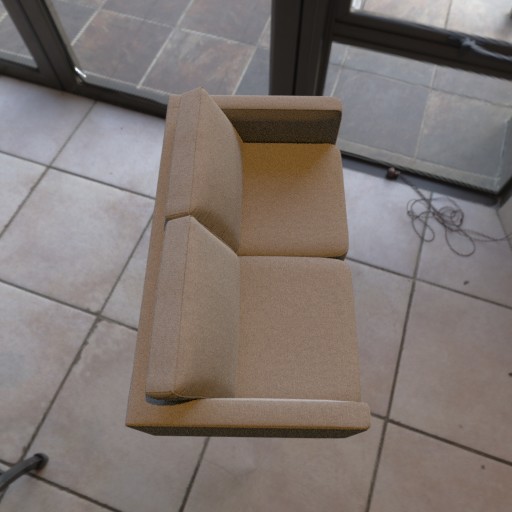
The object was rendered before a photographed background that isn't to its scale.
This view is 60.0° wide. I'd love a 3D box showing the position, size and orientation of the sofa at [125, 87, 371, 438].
[{"bbox_3d":[0.000,0.000,2.322,1.000,0.900,1.731,1,64,0],"label":"sofa"}]
